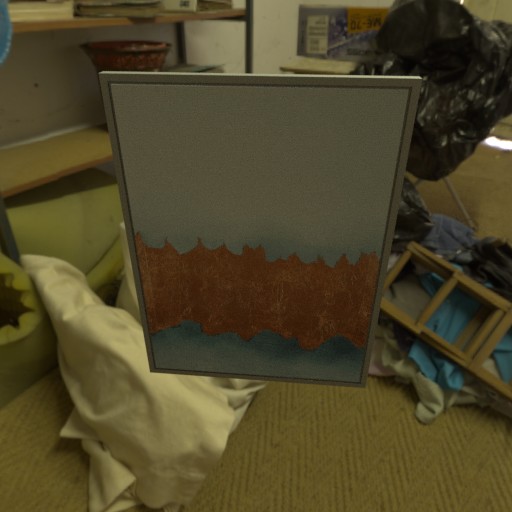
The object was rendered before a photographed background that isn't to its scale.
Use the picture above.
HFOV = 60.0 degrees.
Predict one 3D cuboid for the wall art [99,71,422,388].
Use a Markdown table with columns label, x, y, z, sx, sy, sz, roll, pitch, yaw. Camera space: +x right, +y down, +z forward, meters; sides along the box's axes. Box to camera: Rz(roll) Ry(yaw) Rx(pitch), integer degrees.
| label | x | y | z | sx | sy | sz | roll | pitch | yaw |
| --- | --- | --- | --- | --- | --- | --- | --- | --- | --- |
| wall art | 0.000 | 0.000 | 1.360 | 0.789 | 1.042 | 0.034 | 3 | 31 | 5 |
